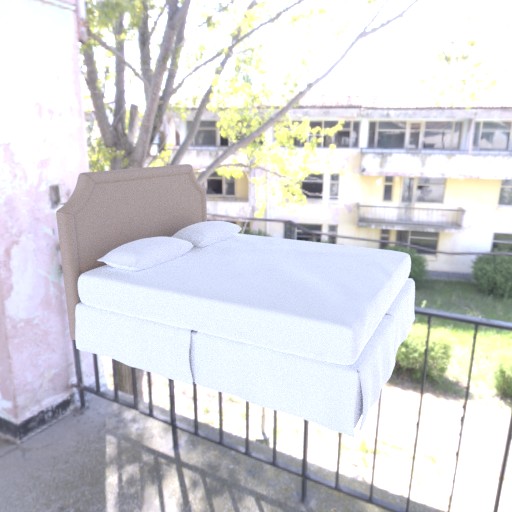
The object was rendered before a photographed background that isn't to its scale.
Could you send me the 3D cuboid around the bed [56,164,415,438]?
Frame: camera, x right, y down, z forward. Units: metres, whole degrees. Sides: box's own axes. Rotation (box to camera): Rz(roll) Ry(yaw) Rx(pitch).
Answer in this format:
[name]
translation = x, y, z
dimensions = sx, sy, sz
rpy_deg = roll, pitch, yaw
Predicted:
[bed]
translation = 0.000, 0.000, 4.263
dimensions = 2.773, 1.590, 2.350
rpy_deg = 8, 17, 27
